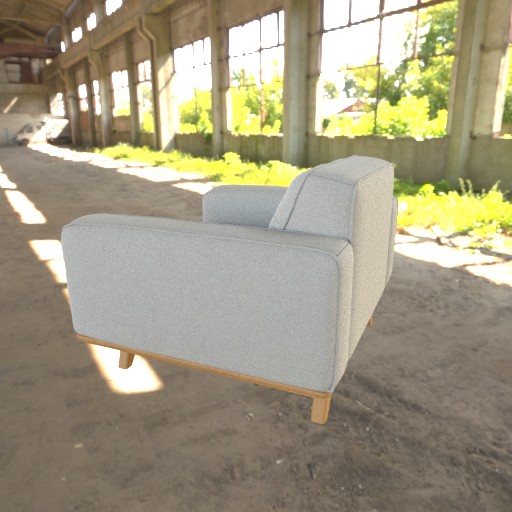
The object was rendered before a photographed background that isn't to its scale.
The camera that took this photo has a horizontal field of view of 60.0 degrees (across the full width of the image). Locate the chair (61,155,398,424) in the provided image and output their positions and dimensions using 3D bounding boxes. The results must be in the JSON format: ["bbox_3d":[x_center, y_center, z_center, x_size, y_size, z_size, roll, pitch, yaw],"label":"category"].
[{"bbox_3d":[0.000,0.000,1.781,0.953,0.779,1.115,7,18,23],"label":"chair"}]
